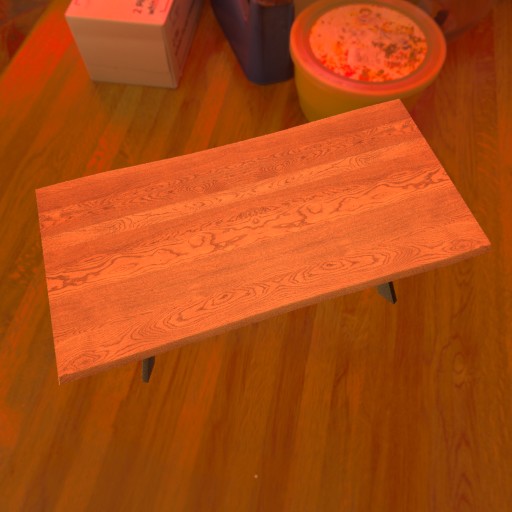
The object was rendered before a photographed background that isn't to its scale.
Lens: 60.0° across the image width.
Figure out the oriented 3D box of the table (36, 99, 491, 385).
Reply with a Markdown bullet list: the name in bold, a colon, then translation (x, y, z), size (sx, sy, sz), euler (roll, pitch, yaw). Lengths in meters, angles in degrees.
- **table**: translation (0.000, 0.000, 2.247), size (1.800, 0.770, 0.900), euler (-16, 65, -8)
